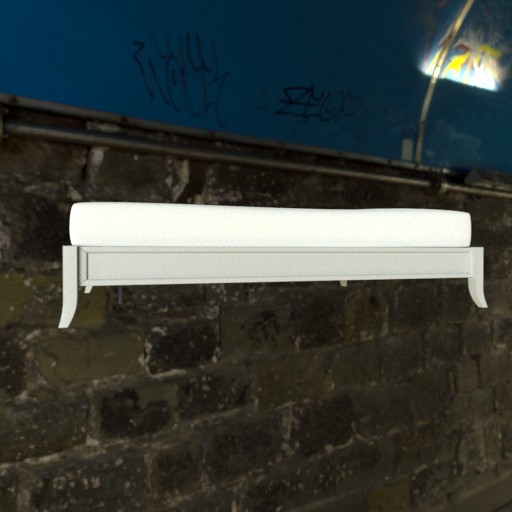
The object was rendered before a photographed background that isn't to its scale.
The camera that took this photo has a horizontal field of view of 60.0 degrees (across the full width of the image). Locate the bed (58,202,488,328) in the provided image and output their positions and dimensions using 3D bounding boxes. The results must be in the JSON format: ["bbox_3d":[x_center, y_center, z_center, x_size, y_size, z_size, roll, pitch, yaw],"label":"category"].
[{"bbox_3d":[0.000,0.000,2.621,1.985,0.510,1.460,0,1,-18],"label":"bed"}]
